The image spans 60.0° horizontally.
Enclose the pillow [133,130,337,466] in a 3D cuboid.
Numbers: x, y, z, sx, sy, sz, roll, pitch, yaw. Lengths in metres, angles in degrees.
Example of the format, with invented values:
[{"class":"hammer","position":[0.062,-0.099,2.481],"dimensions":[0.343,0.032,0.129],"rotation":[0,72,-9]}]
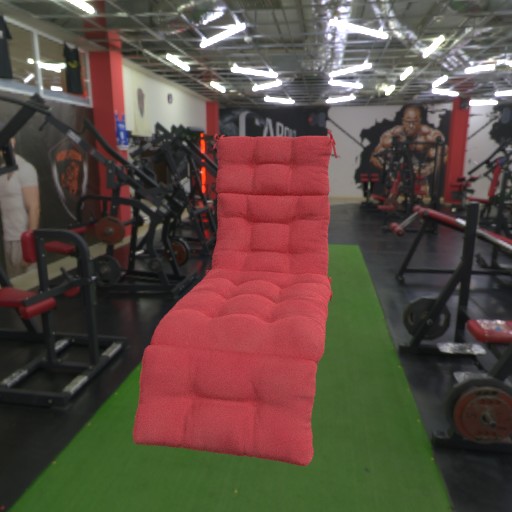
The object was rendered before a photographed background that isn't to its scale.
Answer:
[{"class":"pillow","position":[0.000,0.000,1.522],"dimensions":[0.526,0.863,1.016],"rotation":[3,14,11]}]
